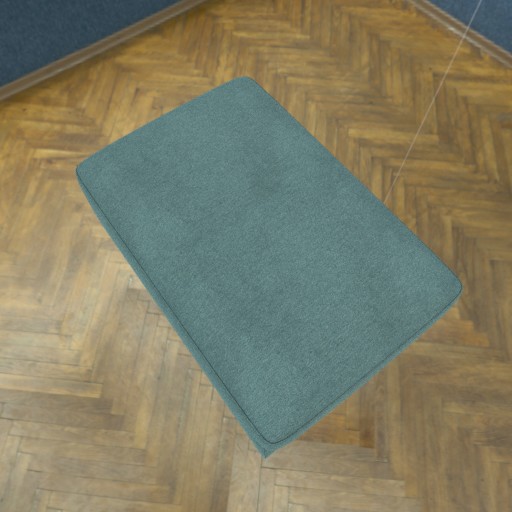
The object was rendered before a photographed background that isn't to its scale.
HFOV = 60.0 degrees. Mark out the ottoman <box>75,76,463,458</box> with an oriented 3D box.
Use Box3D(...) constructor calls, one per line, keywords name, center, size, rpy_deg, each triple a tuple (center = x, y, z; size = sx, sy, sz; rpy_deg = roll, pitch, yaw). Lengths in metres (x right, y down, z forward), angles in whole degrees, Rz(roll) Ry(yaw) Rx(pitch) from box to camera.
Box3D(name="ottoman", center=(0.000, 0.000, 1.222), size=(0.584, 0.483, 0.864), rpy_deg=(-34, 69, -15))
